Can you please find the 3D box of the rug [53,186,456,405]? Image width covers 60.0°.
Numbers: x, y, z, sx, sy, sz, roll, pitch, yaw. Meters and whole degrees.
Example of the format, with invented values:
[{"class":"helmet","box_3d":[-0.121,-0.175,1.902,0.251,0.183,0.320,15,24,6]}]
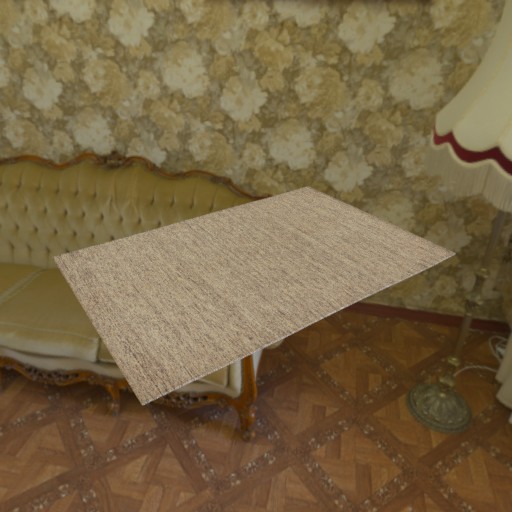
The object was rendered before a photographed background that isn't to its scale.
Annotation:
[{"class":"rug","box_3d":[0.000,0.000,3.023,2.283,0.013,1.547,-19,35,-30]}]
